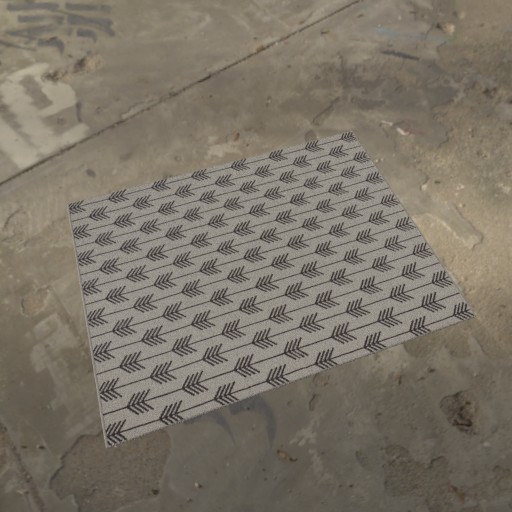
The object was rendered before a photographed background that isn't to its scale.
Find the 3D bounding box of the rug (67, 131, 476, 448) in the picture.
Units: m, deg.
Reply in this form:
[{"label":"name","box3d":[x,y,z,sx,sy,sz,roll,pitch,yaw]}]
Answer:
[{"label":"rug","box3d":[0.000,0.000,3.979,3.061,0.010,2.330,-17,60,-10]}]
